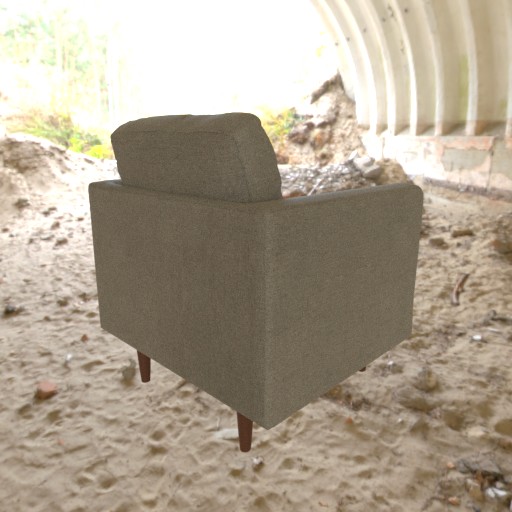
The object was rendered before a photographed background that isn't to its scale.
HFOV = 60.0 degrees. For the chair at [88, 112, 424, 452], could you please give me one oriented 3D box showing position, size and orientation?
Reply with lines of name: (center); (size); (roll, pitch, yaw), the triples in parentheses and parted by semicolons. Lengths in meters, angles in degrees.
chair: (0.000, 0.000, 1.543); (0.855, 0.927, 0.800); (15, 21, 42)
